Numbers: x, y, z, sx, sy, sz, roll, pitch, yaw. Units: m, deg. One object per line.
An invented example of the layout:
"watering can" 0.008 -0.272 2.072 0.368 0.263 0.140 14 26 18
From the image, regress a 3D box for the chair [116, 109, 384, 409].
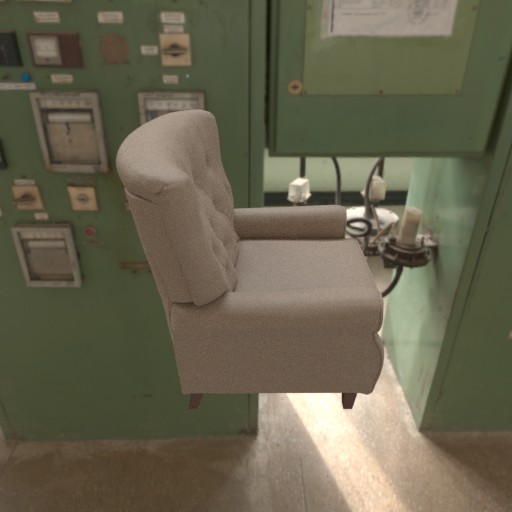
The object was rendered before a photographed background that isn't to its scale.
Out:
"chair" 0.000 0.000 1.975 1.041 1.138 0.999 0 30 0
